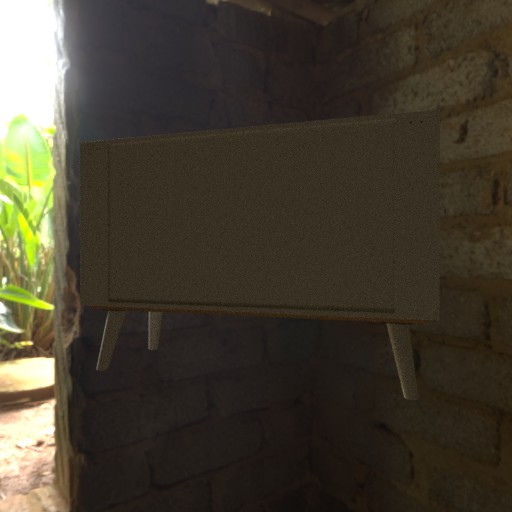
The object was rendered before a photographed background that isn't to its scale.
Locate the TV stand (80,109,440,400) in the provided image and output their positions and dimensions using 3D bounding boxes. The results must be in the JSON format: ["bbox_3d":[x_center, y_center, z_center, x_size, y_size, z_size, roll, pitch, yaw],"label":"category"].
[{"bbox_3d":[0.000,0.000,1.597,1.193,0.812,0.406,0,0,18],"label":"TV stand"}]
